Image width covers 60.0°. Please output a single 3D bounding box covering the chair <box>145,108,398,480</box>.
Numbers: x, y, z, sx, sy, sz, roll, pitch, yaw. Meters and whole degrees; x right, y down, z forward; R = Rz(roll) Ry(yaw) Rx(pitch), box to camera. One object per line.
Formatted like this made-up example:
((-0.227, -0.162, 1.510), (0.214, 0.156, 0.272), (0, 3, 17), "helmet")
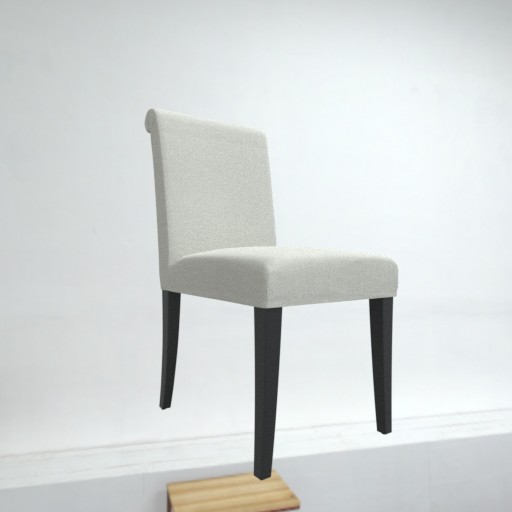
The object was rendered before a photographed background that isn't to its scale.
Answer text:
((0.000, 0.000, 1.350), (0.452, 0.976, 0.708), (0, 1, -35), "chair")
